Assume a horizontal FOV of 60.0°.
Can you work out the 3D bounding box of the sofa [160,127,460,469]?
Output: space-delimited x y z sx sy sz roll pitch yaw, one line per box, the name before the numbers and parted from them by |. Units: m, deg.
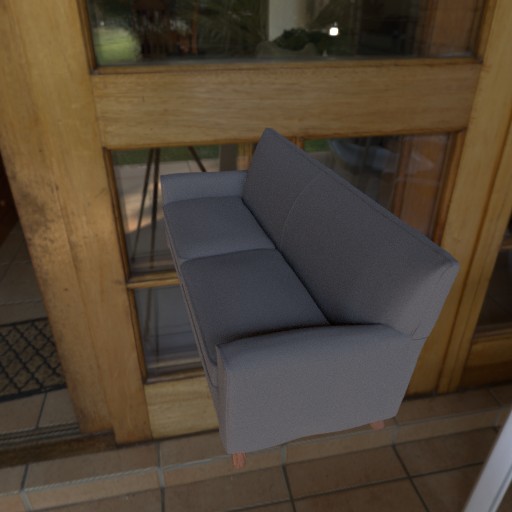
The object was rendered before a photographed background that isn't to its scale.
sofa | 0.000 0.000 2.421 0.843 0.907 2.002 -8 30 -15
